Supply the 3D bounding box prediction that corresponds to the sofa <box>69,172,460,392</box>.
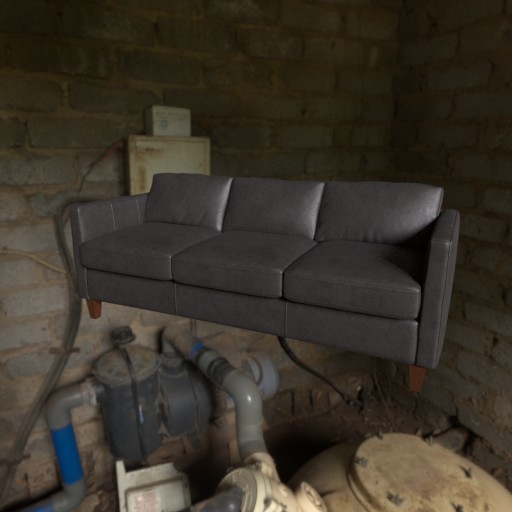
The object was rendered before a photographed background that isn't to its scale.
[{"bbox_3d":[0.000,0.000,3.012,2.464,1.006,1.045,7,17,24],"label":"sofa"}]
